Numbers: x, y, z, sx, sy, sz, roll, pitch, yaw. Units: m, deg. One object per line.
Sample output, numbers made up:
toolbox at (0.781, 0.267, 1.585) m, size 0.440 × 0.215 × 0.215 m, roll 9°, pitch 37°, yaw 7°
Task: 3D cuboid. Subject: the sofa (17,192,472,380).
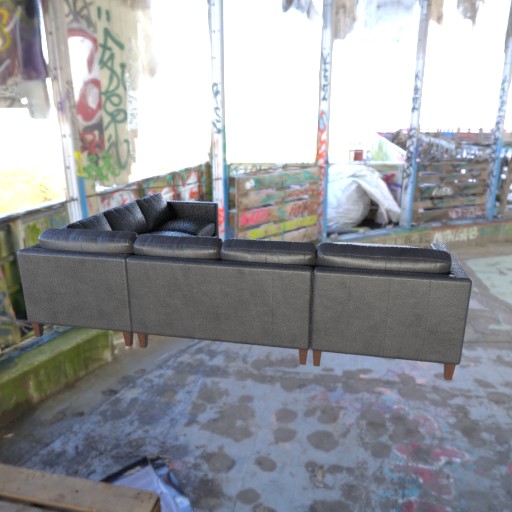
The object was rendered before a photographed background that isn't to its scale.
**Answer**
sofa at (0.000, 0.000, 4.362) m, size 3.324 × 0.891 × 2.452 m, roll 3°, pitch 17°, yaw 11°
